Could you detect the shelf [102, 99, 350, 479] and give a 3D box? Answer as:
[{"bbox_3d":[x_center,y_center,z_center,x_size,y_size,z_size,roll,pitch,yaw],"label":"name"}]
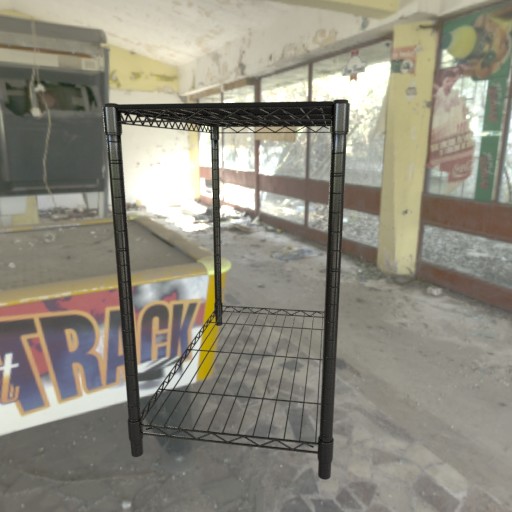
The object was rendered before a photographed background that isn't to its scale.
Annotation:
[{"bbox_3d":[0.000,0.000,0.929,0.338,0.564,0.589,2,14,9],"label":"shelf"}]
